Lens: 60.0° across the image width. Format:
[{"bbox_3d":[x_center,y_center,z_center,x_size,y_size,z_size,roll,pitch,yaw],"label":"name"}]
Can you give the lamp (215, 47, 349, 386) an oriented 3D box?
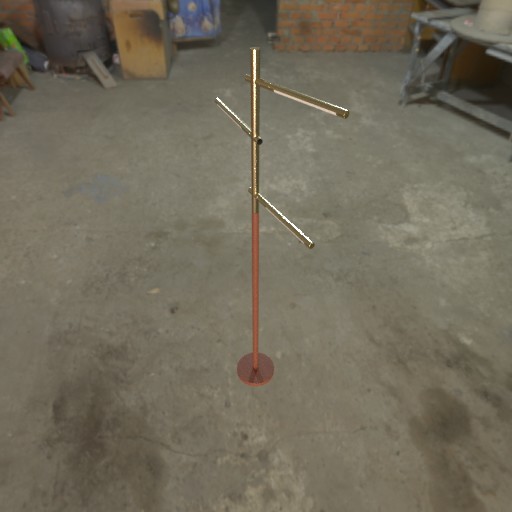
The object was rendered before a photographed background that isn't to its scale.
[{"bbox_3d":[0.000,0.000,1.936,0.209,1.704,0.737,-27,48,-28],"label":"lamp"}]
